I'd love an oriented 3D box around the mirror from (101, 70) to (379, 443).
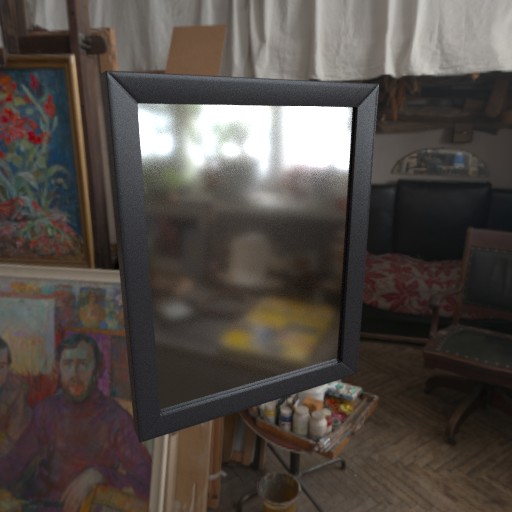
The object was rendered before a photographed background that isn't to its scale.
[{"bbox_3d":[0.000,0.000,0.684,0.405,0.508,0.041,-8,19,-26],"label":"mirror"}]
